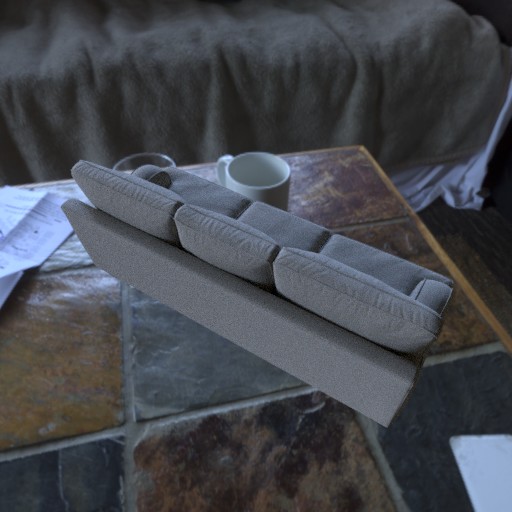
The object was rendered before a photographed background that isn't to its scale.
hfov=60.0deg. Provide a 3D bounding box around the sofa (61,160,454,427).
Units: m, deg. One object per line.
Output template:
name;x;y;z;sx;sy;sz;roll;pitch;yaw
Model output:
sofa;0.000;0.000;2.851;2.323;0.997;1.016;25;51;22
